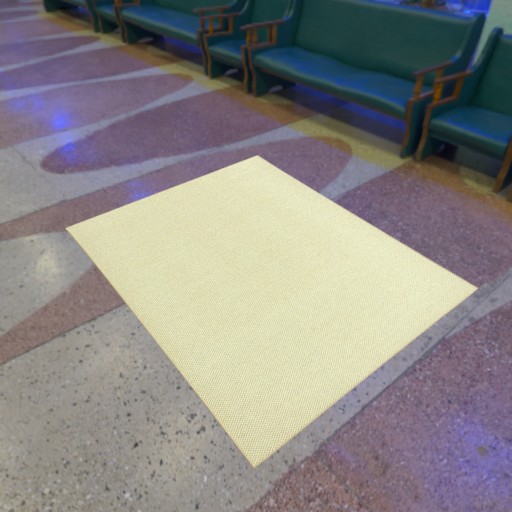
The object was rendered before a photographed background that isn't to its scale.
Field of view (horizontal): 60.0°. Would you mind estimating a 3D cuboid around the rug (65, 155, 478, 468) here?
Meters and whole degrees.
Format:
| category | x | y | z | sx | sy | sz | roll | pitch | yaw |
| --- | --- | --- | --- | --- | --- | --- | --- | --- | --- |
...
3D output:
| category | x | y | z | sx | sy | sz | roll | pitch | yaw |
| --- | --- | --- | --- | --- | --- | --- | --- | --- | --- |
| rug | 0.000 | 0.000 | 4.110 | 2.462 | 0.018 | 3.039 | -27 | 48 | -28 |
